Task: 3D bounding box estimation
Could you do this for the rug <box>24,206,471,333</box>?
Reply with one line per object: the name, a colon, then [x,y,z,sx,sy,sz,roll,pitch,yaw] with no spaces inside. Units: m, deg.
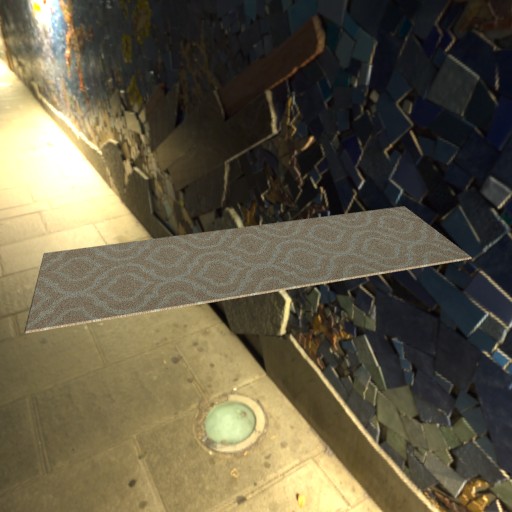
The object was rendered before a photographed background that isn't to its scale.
rug: [0.000,0.000,2.476,2.289,0.013,0.691,-8,33,-13]
